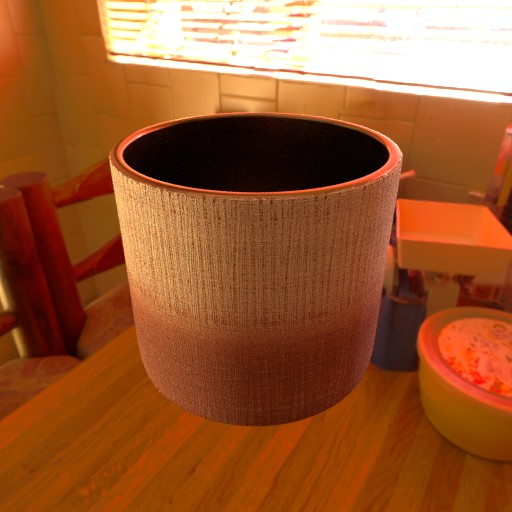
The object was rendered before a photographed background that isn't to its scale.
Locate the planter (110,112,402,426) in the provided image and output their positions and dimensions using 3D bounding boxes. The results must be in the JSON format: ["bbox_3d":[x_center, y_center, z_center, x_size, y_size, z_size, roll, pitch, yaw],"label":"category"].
[{"bbox_3d":[0.000,0.000,0.389,0.221,0.201,0.221,0,30,0],"label":"planter"}]
